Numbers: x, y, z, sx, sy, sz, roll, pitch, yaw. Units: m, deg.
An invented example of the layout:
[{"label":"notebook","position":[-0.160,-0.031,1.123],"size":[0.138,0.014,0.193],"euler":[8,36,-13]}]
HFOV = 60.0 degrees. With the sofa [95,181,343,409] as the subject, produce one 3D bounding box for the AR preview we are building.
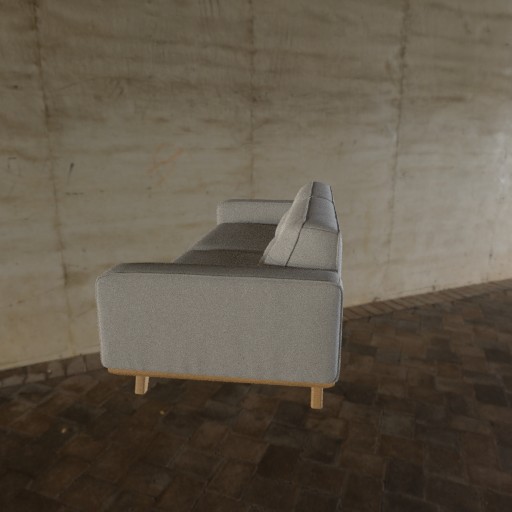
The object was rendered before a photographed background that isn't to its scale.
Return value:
[{"label":"sofa","position":[0.000,0.000,2.740],"size":[0.956,0.781,2.270],"euler":[2,15,8]}]
